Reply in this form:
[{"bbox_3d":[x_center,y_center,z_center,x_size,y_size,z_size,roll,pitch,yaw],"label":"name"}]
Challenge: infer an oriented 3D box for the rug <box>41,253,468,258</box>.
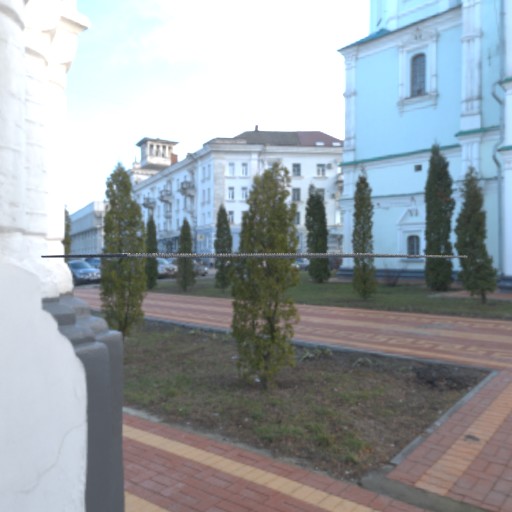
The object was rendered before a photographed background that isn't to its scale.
[{"bbox_3d":[0.000,0.000,2.954,2.349,0.030,1.624,0,0,-36],"label":"rug"}]
